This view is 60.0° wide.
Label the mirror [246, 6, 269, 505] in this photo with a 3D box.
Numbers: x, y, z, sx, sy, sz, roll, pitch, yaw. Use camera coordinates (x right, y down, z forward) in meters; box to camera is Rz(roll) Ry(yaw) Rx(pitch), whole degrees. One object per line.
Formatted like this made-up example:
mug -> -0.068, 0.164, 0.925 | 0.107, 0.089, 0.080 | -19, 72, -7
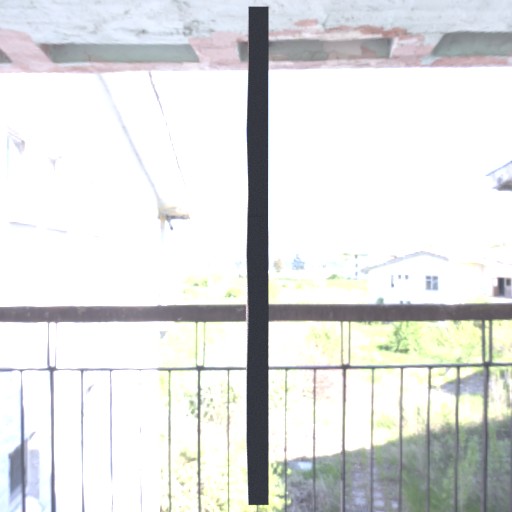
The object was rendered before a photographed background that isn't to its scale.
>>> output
mirror -> 0.000, 0.000, 1.113 | 0.044, 0.912, 0.606 | 0, 0, 0
